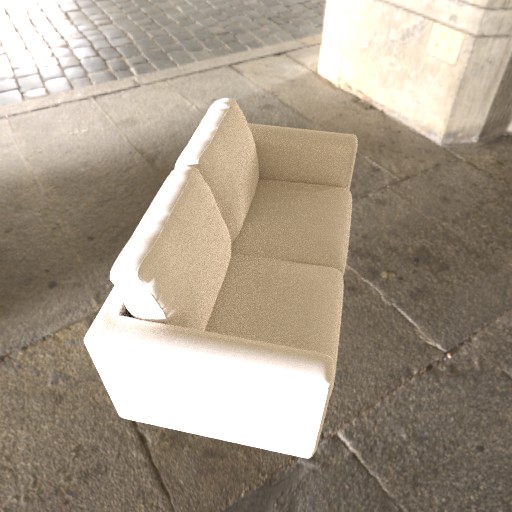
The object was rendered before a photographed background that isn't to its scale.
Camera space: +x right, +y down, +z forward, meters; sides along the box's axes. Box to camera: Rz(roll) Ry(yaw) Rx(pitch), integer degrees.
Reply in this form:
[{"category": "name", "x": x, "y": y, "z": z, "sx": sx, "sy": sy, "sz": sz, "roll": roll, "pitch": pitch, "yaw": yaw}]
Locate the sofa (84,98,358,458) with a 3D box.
[{"category": "sofa", "x": 0.000, "y": 0.000, "z": 1.959, "sx": 0.796, "sy": 0.908, "sz": 1.430, "roll": 9, "pitch": 46, "yaw": 9}]
